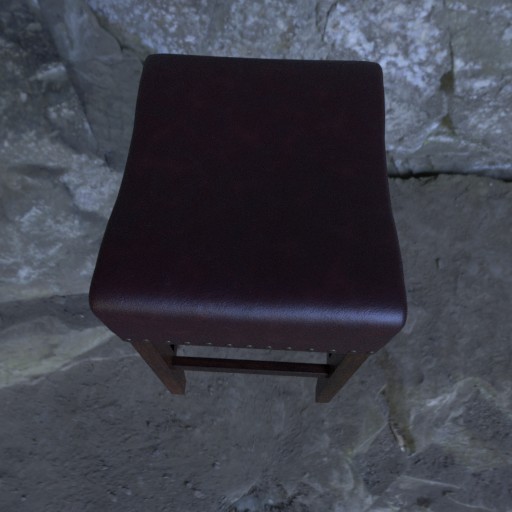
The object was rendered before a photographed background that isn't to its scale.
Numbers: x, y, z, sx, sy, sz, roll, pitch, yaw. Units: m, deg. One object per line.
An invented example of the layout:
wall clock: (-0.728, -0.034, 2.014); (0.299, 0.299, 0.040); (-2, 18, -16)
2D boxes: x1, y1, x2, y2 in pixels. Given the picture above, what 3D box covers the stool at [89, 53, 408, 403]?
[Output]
stool: (0.000, 0.000, 0.897); (0.397, 0.608, 0.465); (3, 63, 1)
